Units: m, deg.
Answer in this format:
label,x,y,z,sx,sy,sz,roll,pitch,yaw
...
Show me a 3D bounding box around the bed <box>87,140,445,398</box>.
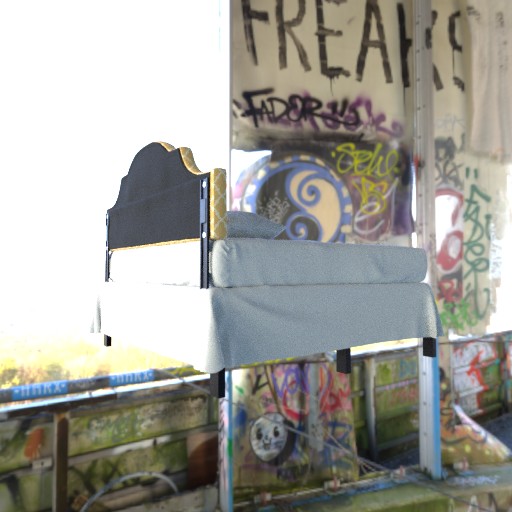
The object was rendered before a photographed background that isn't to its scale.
label,x,y,z,sx,sy,sz,roll,pitch,yaw
bed,0.000,0.000,3.769,2.222,1.601,2.314,1,-2,-35
